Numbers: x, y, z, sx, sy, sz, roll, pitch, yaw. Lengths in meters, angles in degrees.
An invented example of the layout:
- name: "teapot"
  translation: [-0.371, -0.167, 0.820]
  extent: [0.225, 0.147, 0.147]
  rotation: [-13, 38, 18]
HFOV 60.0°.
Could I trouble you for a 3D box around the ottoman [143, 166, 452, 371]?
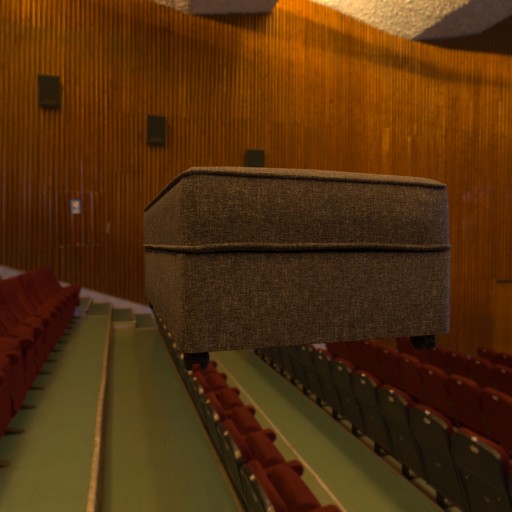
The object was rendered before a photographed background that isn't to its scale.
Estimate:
- name: "ottoman"
  translation: [0.000, 0.000, 1.579]
  extent: [0.717, 0.487, 1.184]
  rotation: [-1, 2, -18]
